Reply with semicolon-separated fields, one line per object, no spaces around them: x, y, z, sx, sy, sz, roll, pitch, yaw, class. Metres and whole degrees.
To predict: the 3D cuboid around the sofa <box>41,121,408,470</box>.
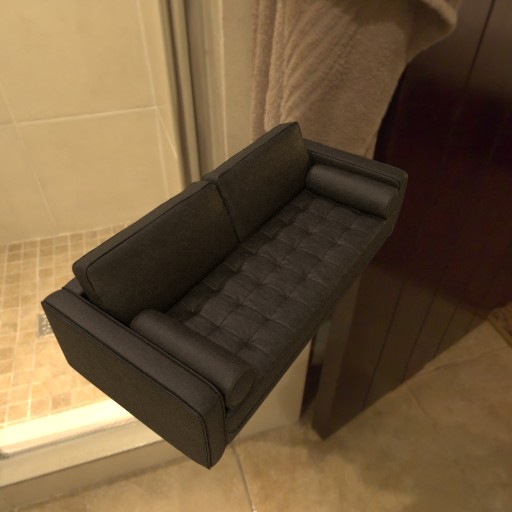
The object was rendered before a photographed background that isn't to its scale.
0.000;0.000;2.316;0.921;0.770;1.879;25;48;25;sofa
